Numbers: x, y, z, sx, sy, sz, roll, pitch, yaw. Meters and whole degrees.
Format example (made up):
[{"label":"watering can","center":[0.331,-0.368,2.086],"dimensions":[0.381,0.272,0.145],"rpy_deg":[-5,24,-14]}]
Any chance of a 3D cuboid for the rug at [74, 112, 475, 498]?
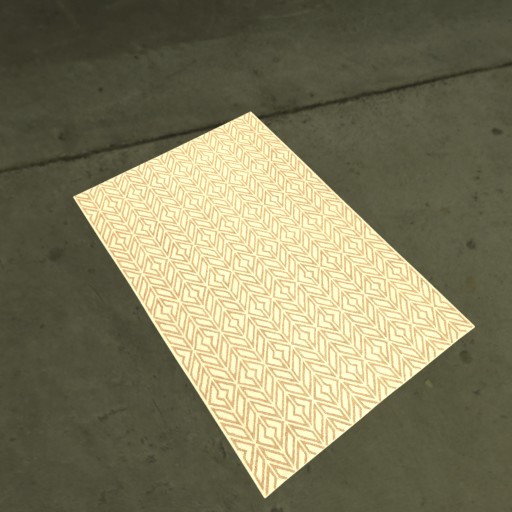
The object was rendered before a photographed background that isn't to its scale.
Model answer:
[{"label":"rug","center":[0.000,0.000,2.284],"dimensions":[1.220,0.007,1.828],"rpy_deg":[-31,63,-18]}]
